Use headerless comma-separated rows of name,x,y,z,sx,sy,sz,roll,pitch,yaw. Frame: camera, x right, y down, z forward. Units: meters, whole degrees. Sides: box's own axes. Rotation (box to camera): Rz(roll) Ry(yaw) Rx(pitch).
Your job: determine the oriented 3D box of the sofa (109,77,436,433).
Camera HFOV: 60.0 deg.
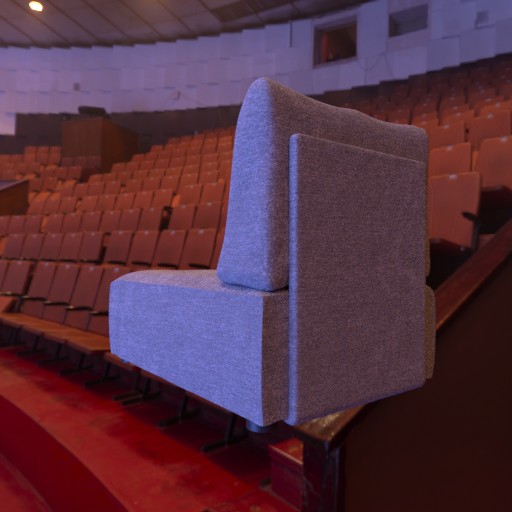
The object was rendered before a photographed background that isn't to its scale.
sofa,0.000,0.000,1.565,0.700,0.820,1.000,0,0,-37
